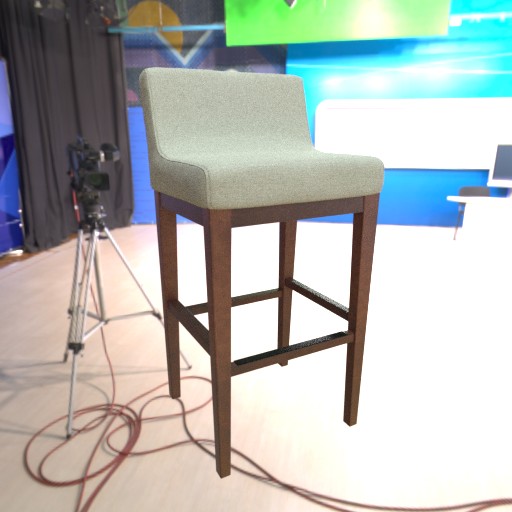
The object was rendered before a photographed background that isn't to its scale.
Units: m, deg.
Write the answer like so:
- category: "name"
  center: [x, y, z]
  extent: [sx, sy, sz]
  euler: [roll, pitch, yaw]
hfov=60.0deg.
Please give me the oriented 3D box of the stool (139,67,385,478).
- category: "stool"
  center: [0.000, 0.000, 1.297]
  extent: [0.511, 1.037, 0.500]
  euler: [-9, 19, -27]
